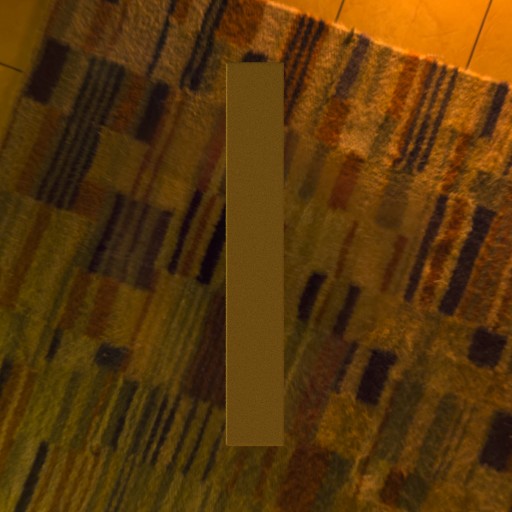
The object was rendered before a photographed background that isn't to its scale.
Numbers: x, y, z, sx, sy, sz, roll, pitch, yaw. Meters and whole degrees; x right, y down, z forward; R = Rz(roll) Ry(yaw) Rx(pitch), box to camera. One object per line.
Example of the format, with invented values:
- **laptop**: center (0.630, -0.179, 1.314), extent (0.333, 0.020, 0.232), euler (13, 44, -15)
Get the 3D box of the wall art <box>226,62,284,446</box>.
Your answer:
- **wall art**: center (0.000, 0.000, 0.482), extent (0.039, 0.381, 0.252), euler (0, 89, 0)
